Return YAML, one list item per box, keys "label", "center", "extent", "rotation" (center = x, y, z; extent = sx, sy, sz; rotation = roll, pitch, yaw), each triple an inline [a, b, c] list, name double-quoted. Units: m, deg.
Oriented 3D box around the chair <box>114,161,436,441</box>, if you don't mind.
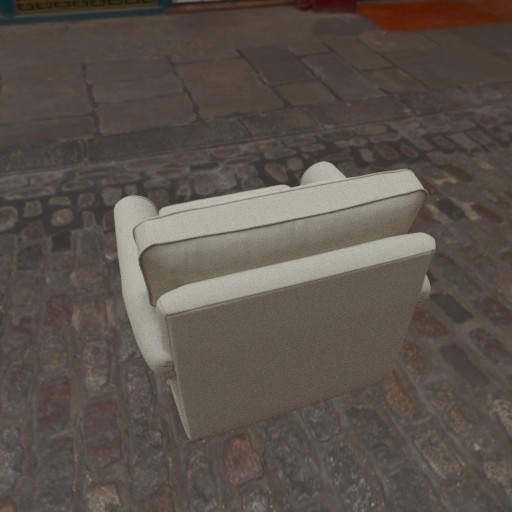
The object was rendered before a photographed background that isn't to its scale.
- label: "chair"
  center: [0.000, 0.000, 1.754]
  extent: [1.029, 0.967, 0.966]
  rotation: [-13, 44, -14]
